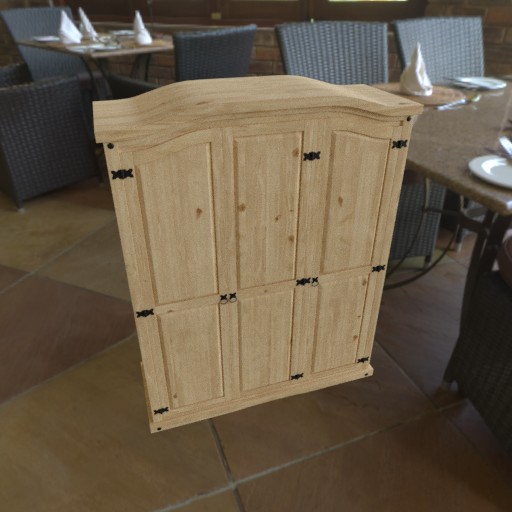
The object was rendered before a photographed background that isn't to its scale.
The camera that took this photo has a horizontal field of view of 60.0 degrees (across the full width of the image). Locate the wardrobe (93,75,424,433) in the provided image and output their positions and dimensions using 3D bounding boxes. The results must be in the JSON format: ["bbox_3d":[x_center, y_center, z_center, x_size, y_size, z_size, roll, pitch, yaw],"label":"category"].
[{"bbox_3d":[0.000,0.000,2.586,1.500,1.870,0.570,-10,32,-15],"label":"wardrobe"}]
